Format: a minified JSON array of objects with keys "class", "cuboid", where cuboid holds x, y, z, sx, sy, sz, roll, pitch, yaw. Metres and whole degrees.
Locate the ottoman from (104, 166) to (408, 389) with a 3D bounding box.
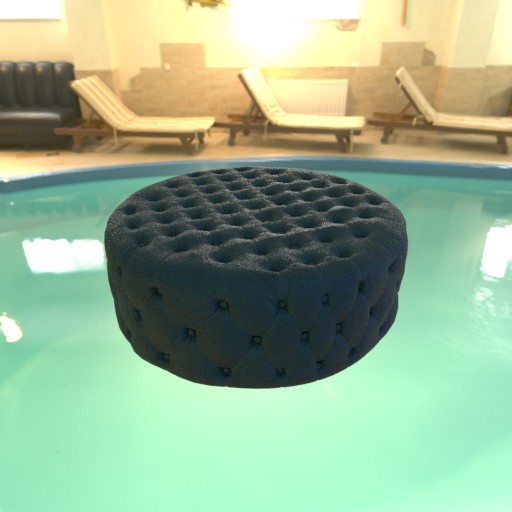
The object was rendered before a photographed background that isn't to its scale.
[{"class":"ottoman","cuboid":[0.000,0.000,1.560,0.998,0.398,0.998,0,29,0]}]
